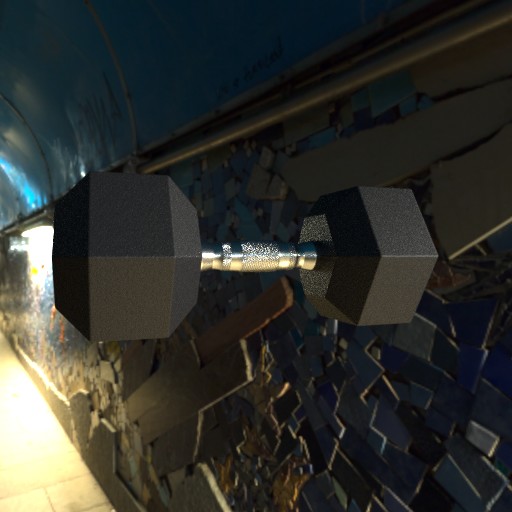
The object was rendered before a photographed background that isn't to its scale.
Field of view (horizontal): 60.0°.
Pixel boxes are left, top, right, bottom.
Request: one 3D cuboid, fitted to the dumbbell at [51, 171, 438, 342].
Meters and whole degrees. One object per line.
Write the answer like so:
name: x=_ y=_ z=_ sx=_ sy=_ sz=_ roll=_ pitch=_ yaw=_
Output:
dumbbell: x=0.000 y=0.000 z=0.440 sx=0.361 sy=0.137 sz=0.157 roll=0 pitch=0 yaw=-19
